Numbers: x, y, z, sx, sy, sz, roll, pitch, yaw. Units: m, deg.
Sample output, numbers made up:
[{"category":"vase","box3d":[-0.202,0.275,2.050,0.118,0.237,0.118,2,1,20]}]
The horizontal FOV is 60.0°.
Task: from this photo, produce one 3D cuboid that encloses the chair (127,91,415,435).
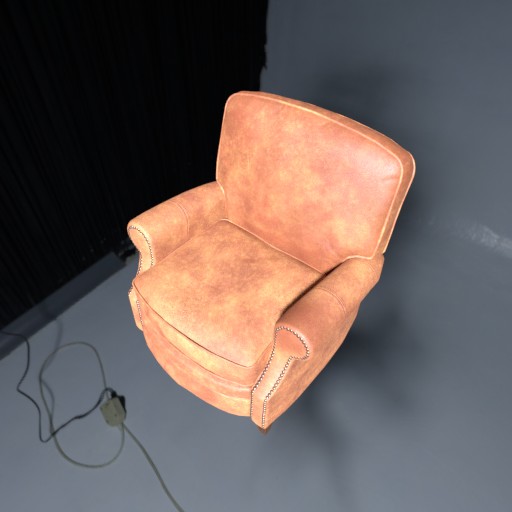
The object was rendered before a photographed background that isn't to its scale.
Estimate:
[{"category":"chair","box3d":[0.000,0.000,1.809,0.936,1.018,0.986,31,53,27]}]
